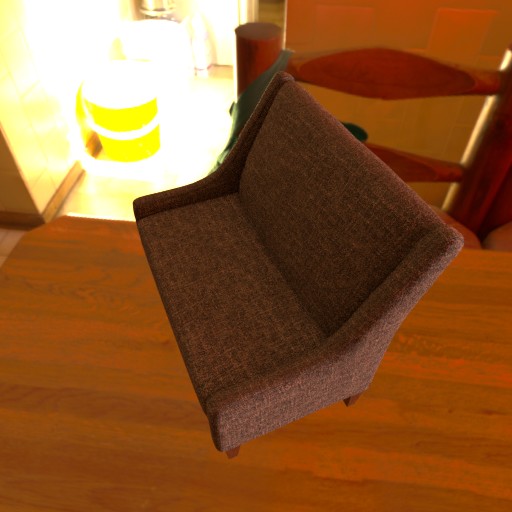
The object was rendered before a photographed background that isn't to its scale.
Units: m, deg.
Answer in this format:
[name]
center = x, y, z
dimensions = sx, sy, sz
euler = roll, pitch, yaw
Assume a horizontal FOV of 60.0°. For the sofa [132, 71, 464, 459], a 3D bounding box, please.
[sofa]
center = 0.000, 0.000, 1.943
dimensions = 0.870, 1.021, 1.242
euler = -18, 50, -16
